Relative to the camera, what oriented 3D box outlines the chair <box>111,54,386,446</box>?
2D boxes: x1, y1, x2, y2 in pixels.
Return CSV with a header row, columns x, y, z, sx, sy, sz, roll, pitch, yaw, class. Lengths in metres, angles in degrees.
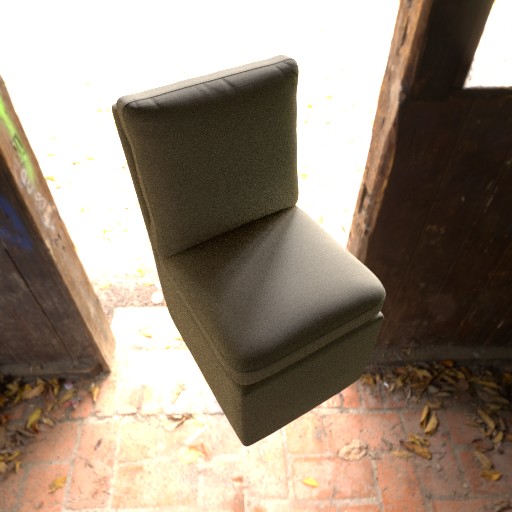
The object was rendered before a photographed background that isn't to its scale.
x,y,z,sx,sy,sz,roll,pitch,yaw,class
0.000,0.000,1.317,0.503,0.927,0.698,-24,52,-20,chair
